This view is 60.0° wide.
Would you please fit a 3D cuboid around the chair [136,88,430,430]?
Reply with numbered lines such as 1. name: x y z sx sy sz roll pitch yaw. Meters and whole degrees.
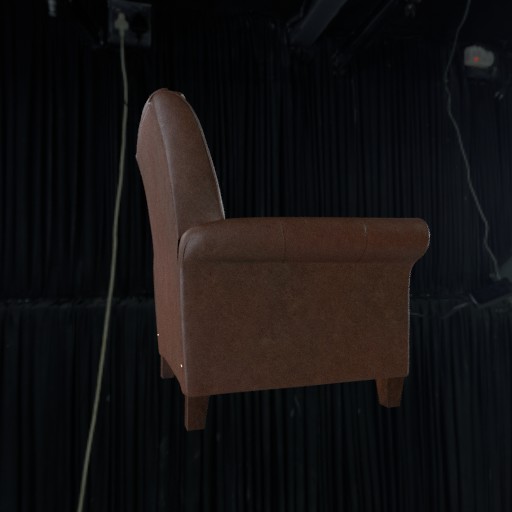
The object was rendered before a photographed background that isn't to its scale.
1. chair: 0.000 0.000 1.766 0.902 1.061 0.978 1 -2 -18
